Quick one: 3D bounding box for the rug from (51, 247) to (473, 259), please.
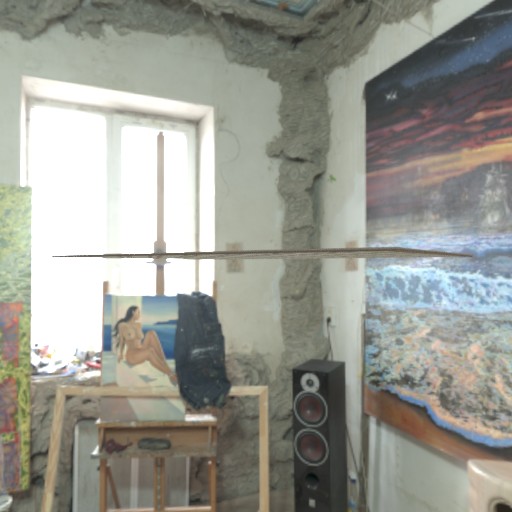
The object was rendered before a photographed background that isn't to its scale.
[{"bbox_3d":[0.000,0.000,2.082,1.677,0.011,1.066,-1,-1,36],"label":"rug"}]
